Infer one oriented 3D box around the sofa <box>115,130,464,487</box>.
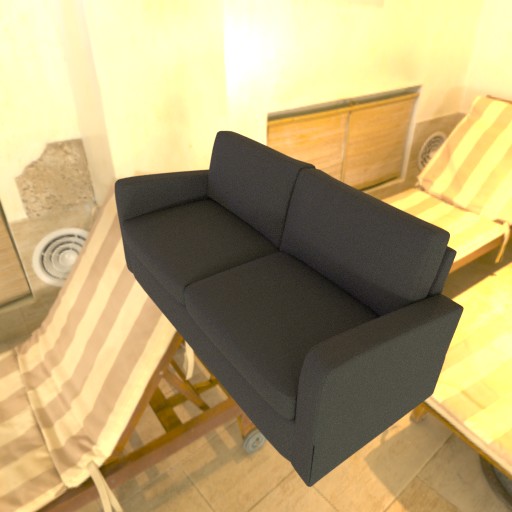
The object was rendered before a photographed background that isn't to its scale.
[{"bbox_3d":[0.000,0.000,2.301,0.898,0.839,1.852,-21,38,-29],"label":"sofa"}]
